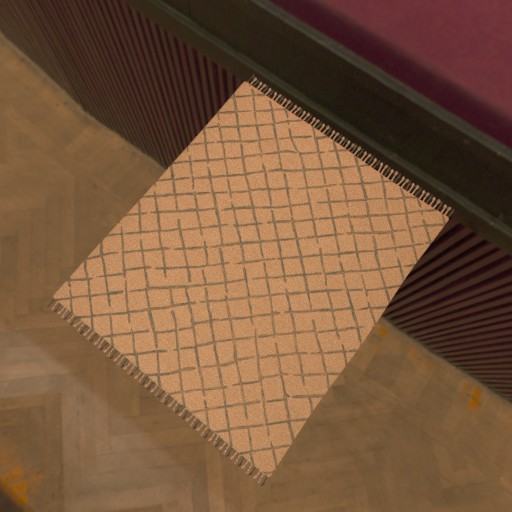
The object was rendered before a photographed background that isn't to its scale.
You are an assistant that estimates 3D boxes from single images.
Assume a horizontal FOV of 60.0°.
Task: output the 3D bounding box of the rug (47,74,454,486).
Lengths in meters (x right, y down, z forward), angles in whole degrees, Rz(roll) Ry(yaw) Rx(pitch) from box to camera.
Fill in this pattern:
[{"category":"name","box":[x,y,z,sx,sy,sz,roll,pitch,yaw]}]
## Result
[{"category":"rug","box":[0.000,0.000,4.822,2.892,0.036,3.585,37,78,9]}]
